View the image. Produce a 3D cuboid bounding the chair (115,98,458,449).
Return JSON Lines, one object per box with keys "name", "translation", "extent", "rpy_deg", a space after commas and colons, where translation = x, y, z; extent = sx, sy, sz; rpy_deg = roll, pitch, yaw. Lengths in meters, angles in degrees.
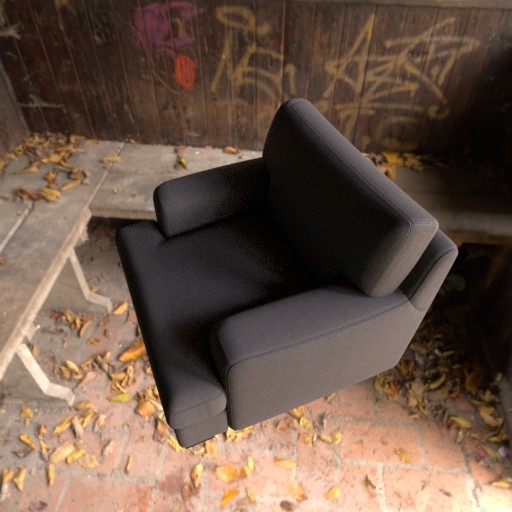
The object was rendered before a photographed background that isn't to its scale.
{"name": "chair", "translation": [0.000, 0.000, 1.997], "extent": [1.143, 0.940, 1.168], "rpy_deg": [-17, 48, -16]}
